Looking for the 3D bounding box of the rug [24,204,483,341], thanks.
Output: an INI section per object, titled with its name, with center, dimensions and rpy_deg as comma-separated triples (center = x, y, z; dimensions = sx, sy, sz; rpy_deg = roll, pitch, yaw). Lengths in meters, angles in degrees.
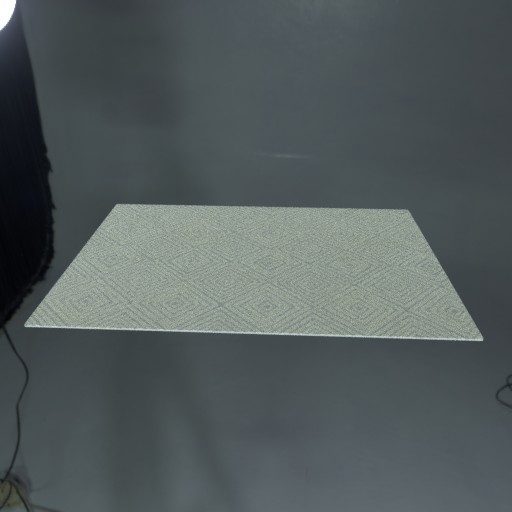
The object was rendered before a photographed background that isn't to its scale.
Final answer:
[rug]
center = 0.000, 0.000, 2.177
dimensions = 1.753, 0.008, 1.143
rpy_deg = 1, 31, 2
